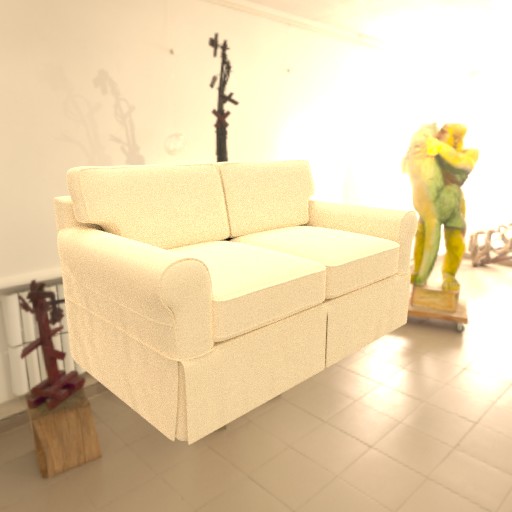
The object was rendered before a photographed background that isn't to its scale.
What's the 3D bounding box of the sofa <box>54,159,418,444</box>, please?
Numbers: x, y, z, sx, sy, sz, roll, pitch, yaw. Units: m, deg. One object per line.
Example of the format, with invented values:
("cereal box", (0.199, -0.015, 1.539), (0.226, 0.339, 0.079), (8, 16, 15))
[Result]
("sofa", (0.000, 0.000, 2.307), (1.727, 0.940, 0.991), (-13, 19, -43))
